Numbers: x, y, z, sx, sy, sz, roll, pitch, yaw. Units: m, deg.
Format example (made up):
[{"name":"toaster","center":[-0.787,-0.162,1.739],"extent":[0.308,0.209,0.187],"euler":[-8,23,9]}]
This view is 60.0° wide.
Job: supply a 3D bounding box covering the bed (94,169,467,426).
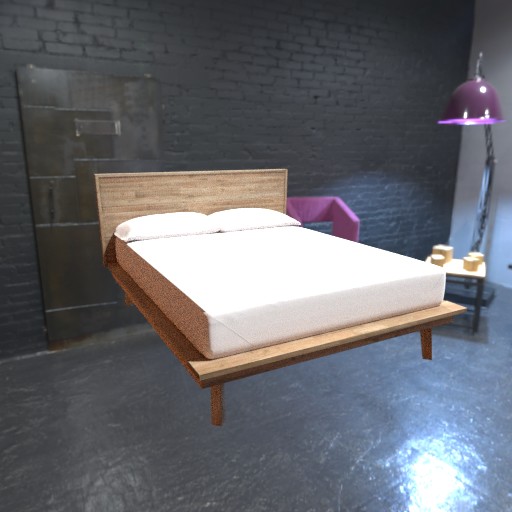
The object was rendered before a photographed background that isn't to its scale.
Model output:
[{"name":"bed","center":[0.000,0.000,3.114],"extent":[1.759,1.071,2.145],"euler":[-7,16,-27]}]
